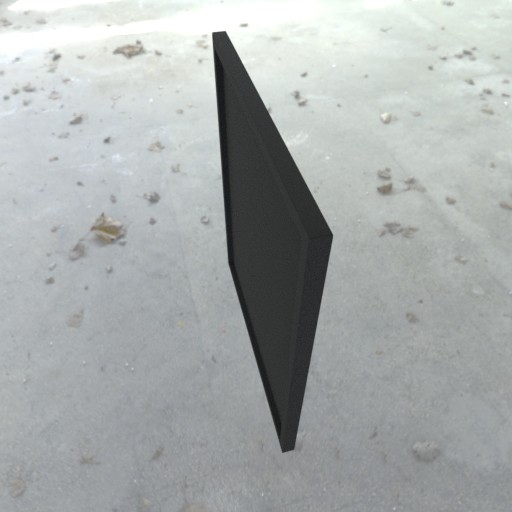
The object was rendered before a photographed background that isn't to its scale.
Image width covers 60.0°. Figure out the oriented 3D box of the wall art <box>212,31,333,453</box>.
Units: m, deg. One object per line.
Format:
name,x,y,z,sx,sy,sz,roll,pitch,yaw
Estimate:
wall art,0.000,0.000,0.690,0.021,0.508,0.432,-11,49,-10
